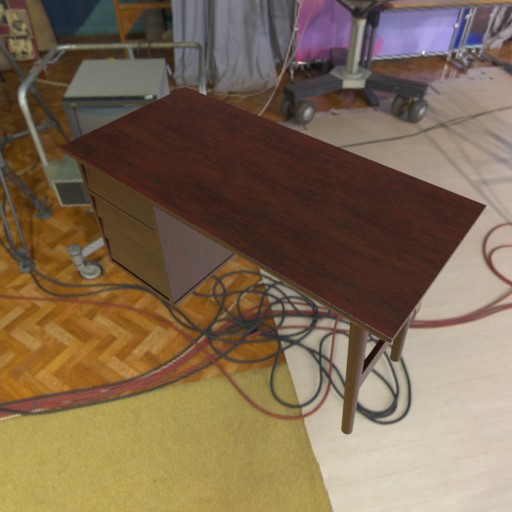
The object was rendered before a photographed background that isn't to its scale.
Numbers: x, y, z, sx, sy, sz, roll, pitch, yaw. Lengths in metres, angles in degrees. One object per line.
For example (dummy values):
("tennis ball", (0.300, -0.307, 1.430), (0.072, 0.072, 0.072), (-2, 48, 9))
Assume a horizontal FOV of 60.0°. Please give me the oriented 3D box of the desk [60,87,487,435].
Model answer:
("desk", (0.000, 0.000, 1.705), (1.277, 0.758, 0.612), (30, 52, 26))
